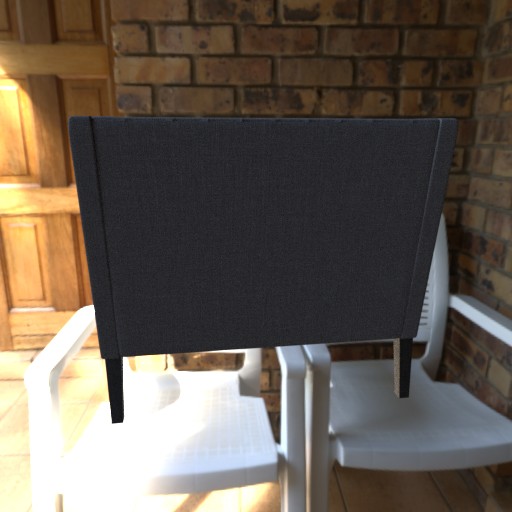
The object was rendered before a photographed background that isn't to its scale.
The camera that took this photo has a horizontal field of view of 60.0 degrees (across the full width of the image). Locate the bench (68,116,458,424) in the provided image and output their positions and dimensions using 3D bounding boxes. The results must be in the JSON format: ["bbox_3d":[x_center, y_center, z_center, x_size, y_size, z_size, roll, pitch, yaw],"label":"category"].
[{"bbox_3d":[0.000,0.000,1.935,1.276,1.121,0.842,-2,15,-8],"label":"bench"}]
